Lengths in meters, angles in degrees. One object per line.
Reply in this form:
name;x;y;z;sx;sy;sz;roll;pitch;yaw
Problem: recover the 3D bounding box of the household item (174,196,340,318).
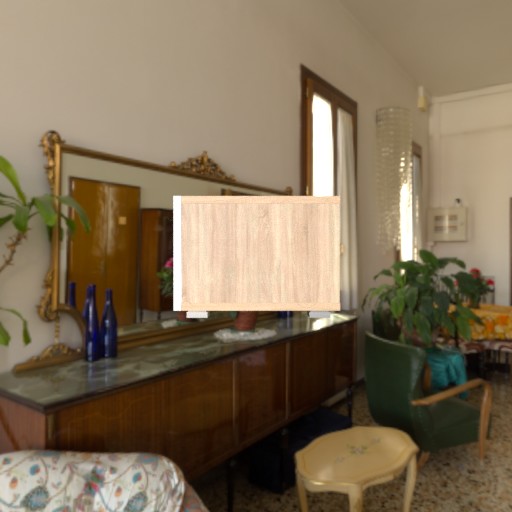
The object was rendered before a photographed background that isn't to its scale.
household item;0.000;0.000;2.041;0.420;0.310;1.850;0;0;0
